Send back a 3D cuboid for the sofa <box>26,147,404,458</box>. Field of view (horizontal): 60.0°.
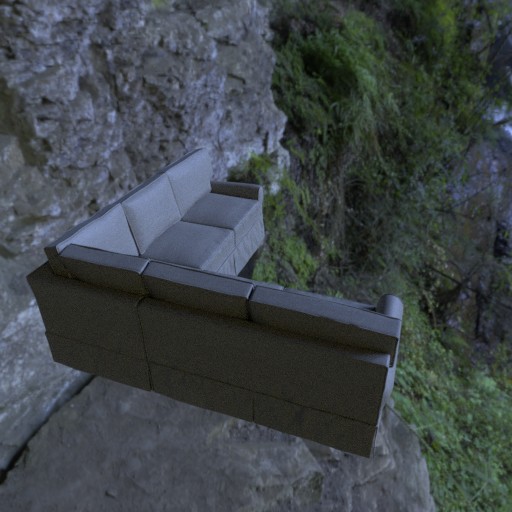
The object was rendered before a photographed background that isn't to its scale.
[{"bbox_3d":[0.000,0.000,4.013,2.618,1.081,2.623,11,33,17],"label":"sofa"}]
